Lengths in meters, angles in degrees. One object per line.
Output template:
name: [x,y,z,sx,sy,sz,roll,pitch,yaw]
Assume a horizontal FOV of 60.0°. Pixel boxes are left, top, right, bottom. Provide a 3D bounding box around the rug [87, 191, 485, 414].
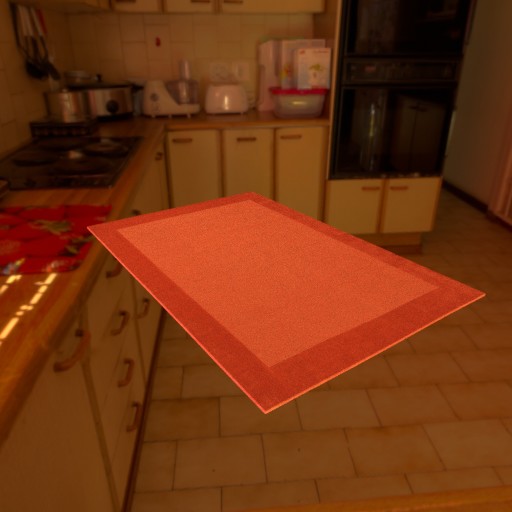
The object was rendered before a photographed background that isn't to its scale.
rug: [0.000,0.000,2.334,1.219,0.014,1.829,-17,31,-31]
